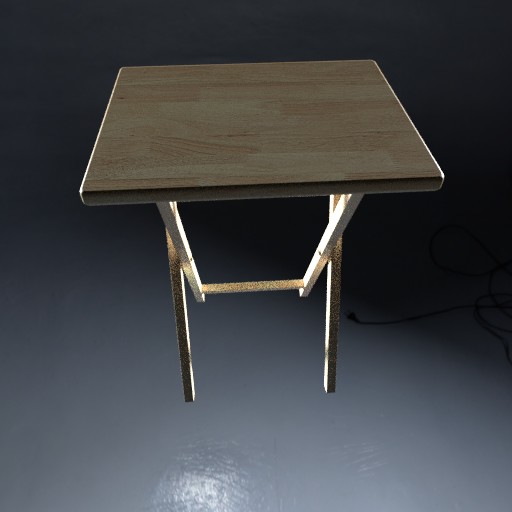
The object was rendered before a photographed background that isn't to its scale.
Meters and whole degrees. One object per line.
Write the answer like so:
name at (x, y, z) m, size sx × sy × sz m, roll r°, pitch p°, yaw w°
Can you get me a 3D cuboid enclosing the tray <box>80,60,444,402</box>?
tray at (0.000, 0.000, 0.946) m, size 0.483 × 0.660 × 0.381 m, roll -3°, pitch 46°, yaw -3°
